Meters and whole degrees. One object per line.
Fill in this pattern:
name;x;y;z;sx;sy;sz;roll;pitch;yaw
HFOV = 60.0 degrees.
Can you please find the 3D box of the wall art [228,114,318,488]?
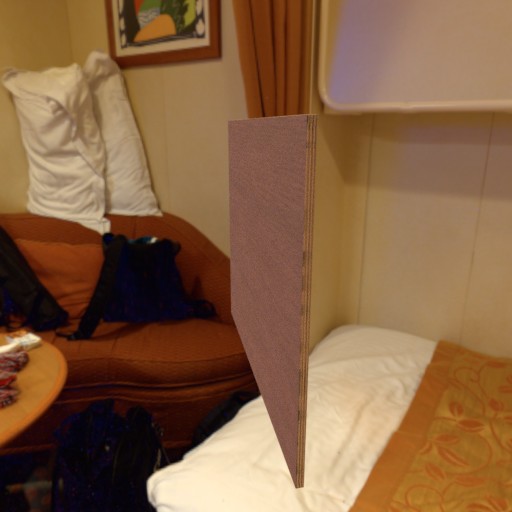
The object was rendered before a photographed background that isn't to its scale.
wall art;0.000;0.000;0.689;0.010;0.408;0.508;-3;17;-11
